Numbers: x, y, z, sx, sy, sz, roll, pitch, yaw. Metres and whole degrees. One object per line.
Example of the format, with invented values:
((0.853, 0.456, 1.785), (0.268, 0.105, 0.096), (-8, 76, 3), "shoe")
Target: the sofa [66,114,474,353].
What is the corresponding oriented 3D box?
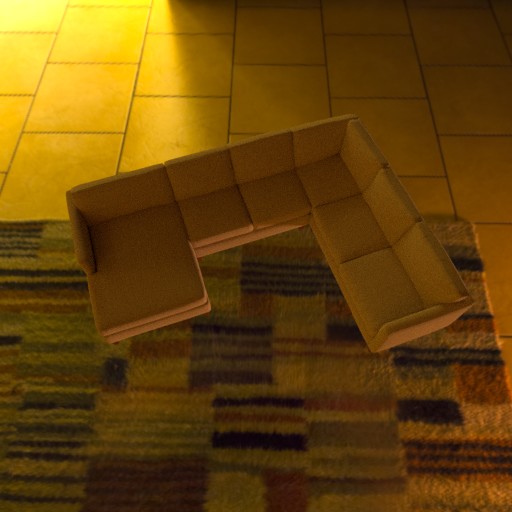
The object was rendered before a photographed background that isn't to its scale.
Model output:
((0.000, 0.000, 4.633), (3.460, 0.961, 2.594), (-17, 63, -9), "sofa")
